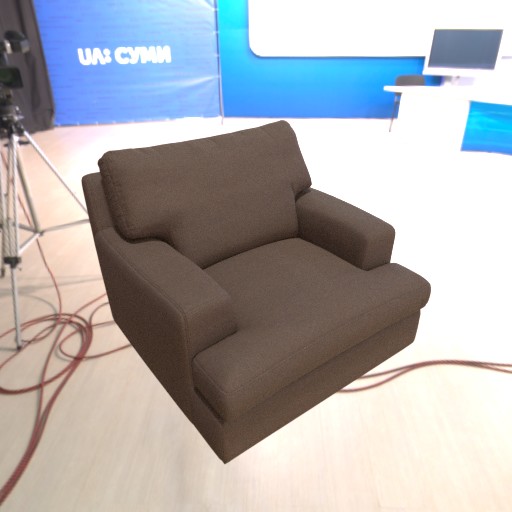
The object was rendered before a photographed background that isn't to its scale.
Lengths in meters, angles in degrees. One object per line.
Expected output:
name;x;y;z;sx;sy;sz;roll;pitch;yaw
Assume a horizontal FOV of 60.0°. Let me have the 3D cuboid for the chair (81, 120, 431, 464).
chair;0.000;0.000;1.999;1.168;0.940;1.143;-20;35;-31
